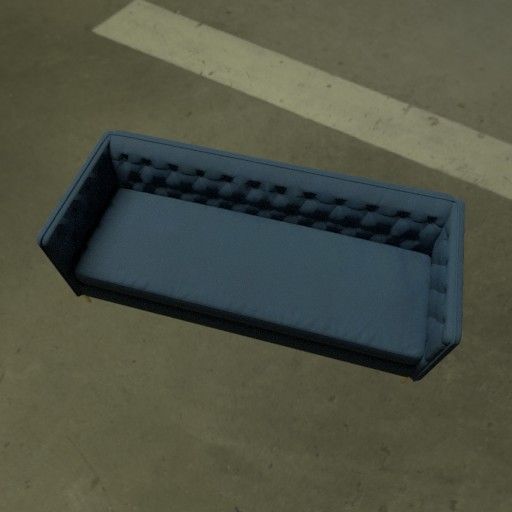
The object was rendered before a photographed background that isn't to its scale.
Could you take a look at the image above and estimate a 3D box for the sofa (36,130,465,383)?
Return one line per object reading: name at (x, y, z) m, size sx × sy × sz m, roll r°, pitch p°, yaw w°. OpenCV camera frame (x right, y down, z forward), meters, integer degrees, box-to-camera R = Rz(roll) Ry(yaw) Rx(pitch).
sofa at (0.000, 0.000, 2.687) m, size 2.209 × 0.771 × 0.895 m, roll 13°, pitch 59°, yaw 8°
